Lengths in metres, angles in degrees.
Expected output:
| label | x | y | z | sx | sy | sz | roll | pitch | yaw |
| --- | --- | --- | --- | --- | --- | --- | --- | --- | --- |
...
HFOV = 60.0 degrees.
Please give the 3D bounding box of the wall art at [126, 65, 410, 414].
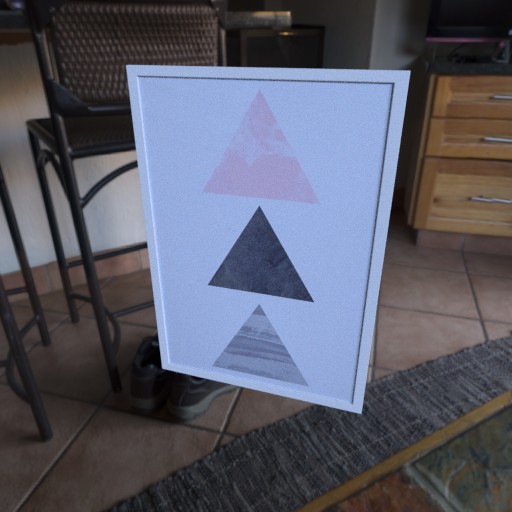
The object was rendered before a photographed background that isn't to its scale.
| label | x | y | z | sx | sy | sz | roll | pitch | yaw |
| --- | --- | --- | --- | --- | --- | --- | --- | --- | --- |
| wall art | 0.000 | 0.000 | 1.200 | 0.659 | 0.940 | 0.013 | 8 | 27 | 16 |
